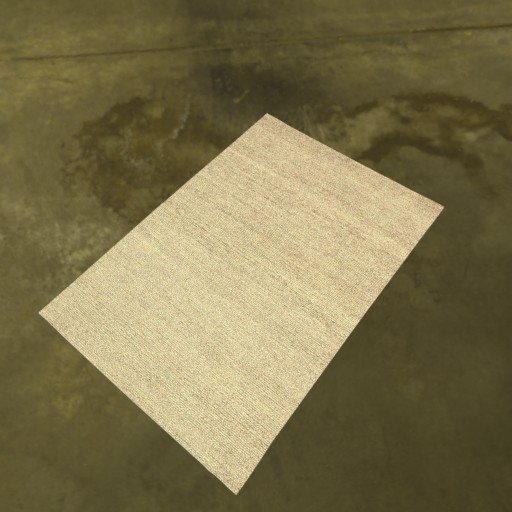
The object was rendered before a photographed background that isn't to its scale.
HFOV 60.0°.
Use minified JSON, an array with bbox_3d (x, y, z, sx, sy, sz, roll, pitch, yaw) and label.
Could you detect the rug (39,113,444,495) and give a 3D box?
[{"bbox_3d":[0.000,0.000,2.968,1.609,0.030,2.342,34,64,19],"label":"rug"}]
